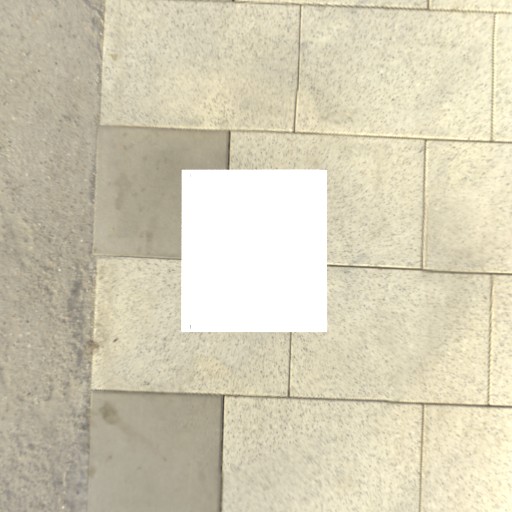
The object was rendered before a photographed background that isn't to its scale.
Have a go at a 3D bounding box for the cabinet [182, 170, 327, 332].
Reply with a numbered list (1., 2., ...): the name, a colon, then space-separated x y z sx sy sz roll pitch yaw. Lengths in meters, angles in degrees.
1. cabinet: 0.000 0.000 1.522 0.269 1.400 0.300 0 89 0
